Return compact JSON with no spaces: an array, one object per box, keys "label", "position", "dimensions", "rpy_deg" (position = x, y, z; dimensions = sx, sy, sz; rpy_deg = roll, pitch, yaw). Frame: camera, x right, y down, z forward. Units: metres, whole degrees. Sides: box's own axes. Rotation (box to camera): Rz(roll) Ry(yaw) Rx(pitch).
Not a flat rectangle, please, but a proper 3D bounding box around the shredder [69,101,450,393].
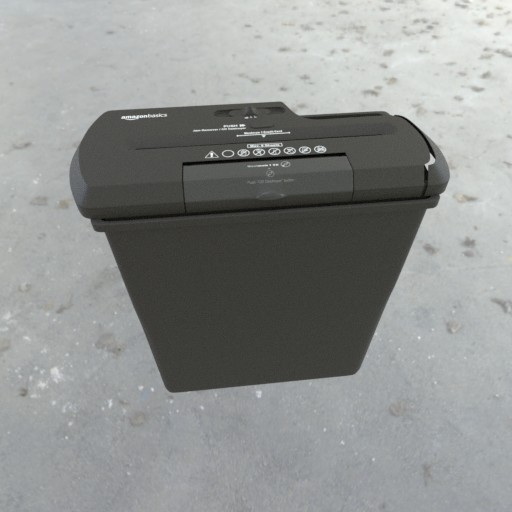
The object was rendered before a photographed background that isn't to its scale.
[{"label":"shredder","position":[0.000,0.000,0.508],"dimensions":[0.320,0.335,0.170],"rpy_deg":[-4,47,-4]}]
